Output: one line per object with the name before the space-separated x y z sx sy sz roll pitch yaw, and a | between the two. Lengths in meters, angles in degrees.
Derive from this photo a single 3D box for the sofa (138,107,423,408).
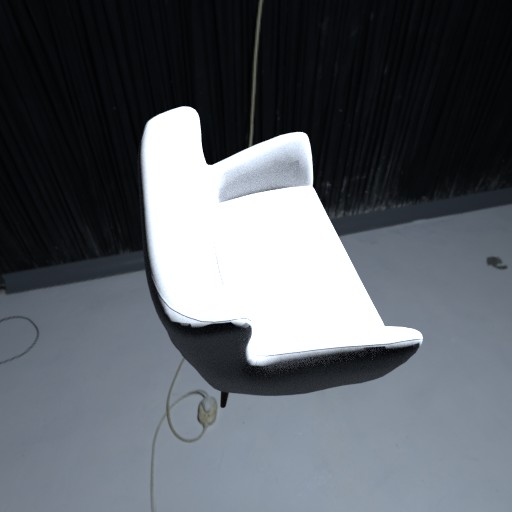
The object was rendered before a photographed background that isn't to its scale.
sofa | 0.000 0.000 2.050 0.921 0.878 1.424 -9 47 -9
